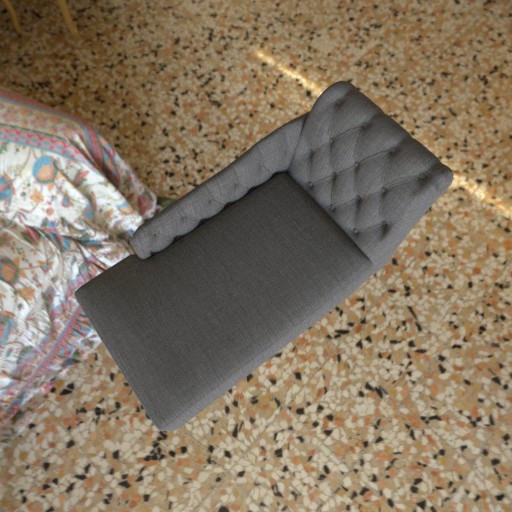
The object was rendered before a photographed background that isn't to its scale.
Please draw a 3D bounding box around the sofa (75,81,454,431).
[{"bbox_3d":[0.000,0.000,1.847,1.379,0.787,0.675,-35,69,-15],"label":"sofa"}]
